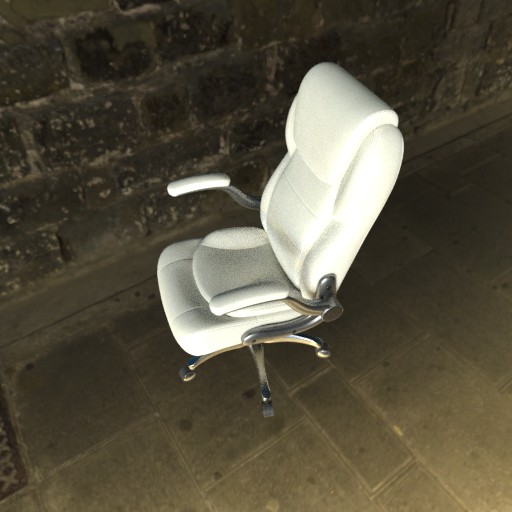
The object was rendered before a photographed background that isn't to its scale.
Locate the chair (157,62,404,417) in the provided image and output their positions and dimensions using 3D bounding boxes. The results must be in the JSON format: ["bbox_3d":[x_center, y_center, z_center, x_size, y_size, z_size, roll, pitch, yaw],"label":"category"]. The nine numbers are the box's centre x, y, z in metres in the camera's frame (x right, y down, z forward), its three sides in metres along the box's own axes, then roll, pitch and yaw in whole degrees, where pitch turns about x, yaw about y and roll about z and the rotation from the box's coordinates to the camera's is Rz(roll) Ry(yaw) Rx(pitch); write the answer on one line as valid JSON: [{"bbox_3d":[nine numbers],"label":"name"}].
[{"bbox_3d":[0.000,0.000,1.803,0.806,1.330,0.755,-14,46,-14],"label":"chair"}]
